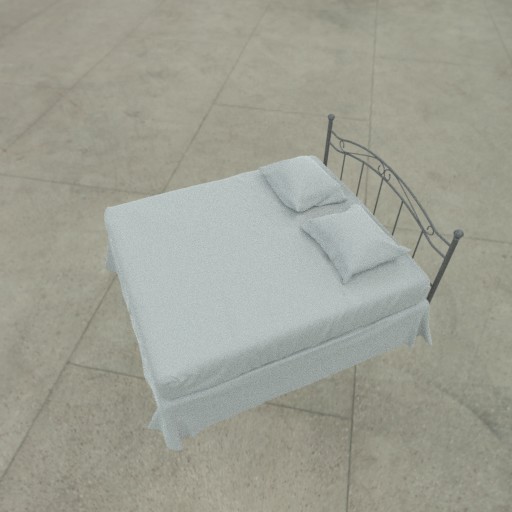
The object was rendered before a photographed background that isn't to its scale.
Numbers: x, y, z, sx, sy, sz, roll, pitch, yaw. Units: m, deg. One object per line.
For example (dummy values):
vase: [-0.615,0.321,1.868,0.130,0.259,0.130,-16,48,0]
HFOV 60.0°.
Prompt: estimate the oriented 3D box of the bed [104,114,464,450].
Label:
bed: [0.000,0.000,3.371,2.215,1.080,1.936,-18,49,-16]
